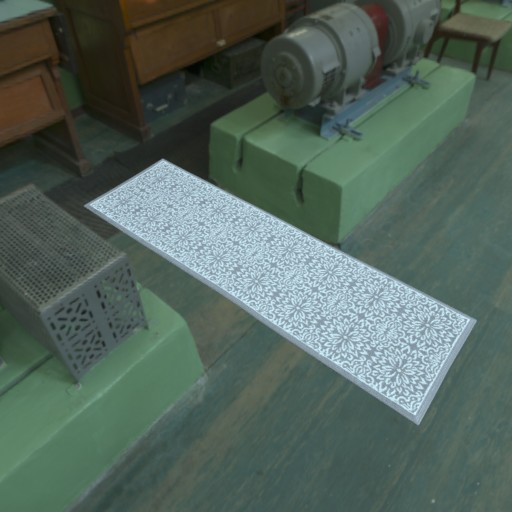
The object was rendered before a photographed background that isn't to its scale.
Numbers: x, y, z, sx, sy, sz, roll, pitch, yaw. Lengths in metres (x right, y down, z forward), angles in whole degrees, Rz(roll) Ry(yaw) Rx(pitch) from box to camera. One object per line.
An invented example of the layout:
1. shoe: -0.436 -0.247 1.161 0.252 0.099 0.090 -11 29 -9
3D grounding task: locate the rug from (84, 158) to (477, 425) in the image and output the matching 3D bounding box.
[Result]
1. rug: 0.000 0.000 2.430 2.196 0.011 0.662 30 53 26
